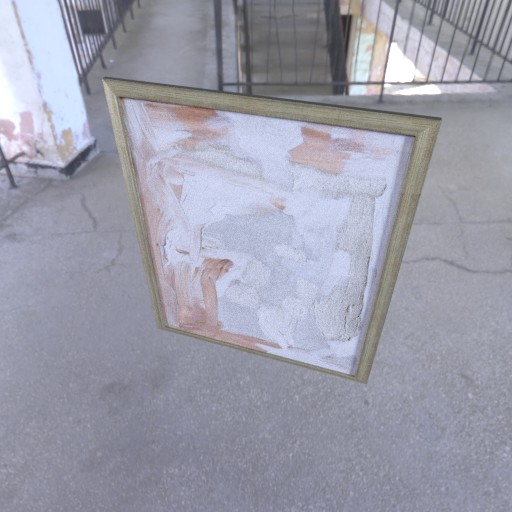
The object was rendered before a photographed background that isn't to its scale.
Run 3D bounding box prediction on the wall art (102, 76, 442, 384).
[{"bbox_3d":[0.000,0.000,0.914,0.559,0.660,0.018,12,42,14],"label":"wall art"}]
